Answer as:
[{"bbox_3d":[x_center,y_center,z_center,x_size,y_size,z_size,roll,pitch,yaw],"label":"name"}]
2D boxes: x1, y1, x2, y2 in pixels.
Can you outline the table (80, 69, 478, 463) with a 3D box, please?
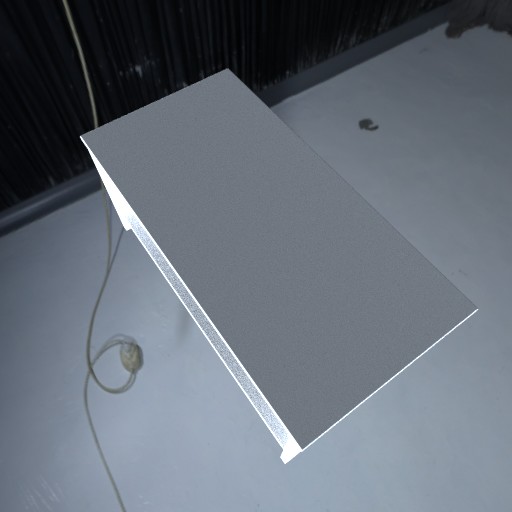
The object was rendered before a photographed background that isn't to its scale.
[{"bbox_3d":[0.000,0.000,1.305,0.500,0.441,1.000,-32,65,-17],"label":"table"}]
